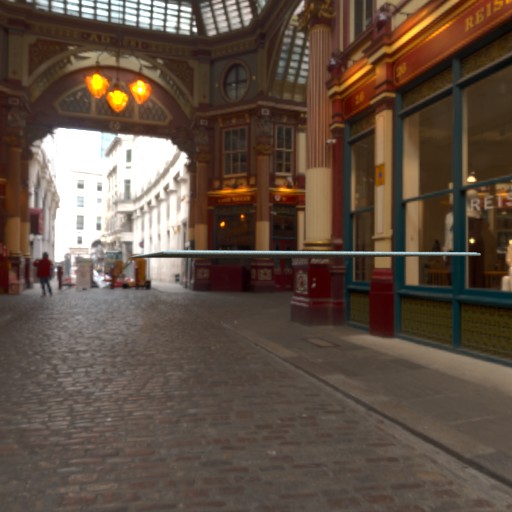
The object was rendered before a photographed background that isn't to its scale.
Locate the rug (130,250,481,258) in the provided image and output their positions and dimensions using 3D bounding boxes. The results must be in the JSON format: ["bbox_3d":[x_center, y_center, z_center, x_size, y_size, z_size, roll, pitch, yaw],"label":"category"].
[{"bbox_3d":[0.000,0.000,2.394,1.219,0.012,1.840,0,-1,-19],"label":"rug"}]
